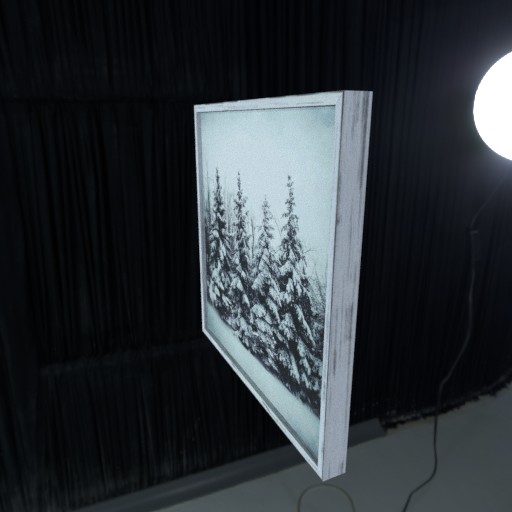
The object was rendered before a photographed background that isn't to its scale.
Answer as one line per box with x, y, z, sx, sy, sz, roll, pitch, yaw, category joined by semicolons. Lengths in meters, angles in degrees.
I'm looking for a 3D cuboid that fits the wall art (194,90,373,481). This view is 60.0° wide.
0.000;0.000;0.762;0.038;0.506;0.506;-8;19;-24;wall art
